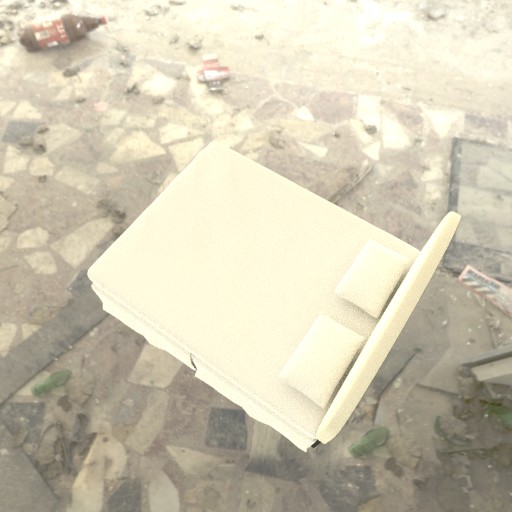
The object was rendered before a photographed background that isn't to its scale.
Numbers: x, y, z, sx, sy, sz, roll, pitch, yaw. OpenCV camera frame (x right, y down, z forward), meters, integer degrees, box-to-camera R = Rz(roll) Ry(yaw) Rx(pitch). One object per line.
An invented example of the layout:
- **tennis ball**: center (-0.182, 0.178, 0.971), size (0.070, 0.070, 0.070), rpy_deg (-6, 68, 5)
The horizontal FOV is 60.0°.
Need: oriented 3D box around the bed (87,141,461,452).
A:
- **bed**: center (0.000, 0.000, 3.044), size (2.005, 1.410, 1.607), rpy_deg (31, 66, 16)
